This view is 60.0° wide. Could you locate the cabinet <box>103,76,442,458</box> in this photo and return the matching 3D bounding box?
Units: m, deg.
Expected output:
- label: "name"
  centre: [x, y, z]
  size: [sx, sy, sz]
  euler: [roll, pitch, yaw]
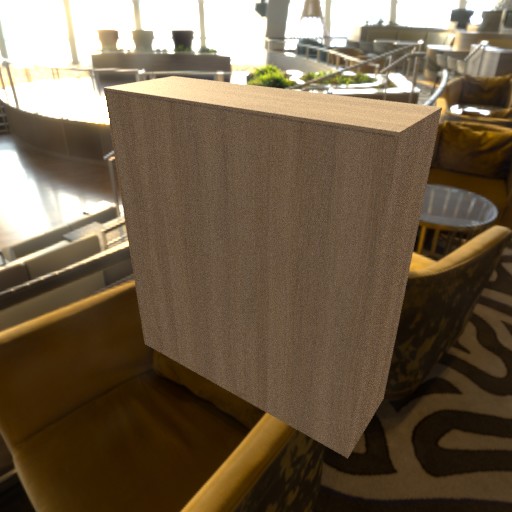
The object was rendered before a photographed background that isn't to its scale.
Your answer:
- label: "cabinet"
  centre: [0.000, 0.000, 2.993]
  size: [1.870, 2.060, 0.620]
  euler: [19, 35, 30]
